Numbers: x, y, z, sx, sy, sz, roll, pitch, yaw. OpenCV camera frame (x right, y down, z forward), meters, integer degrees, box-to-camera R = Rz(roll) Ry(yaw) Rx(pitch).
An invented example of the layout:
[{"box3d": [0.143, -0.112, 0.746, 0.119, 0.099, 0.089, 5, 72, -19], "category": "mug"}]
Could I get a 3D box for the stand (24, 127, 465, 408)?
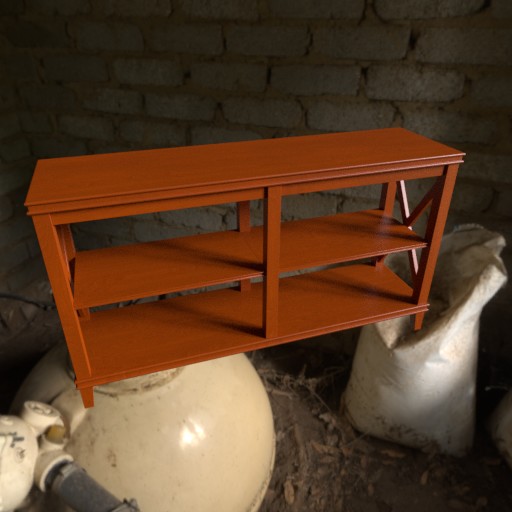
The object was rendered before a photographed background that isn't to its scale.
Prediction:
[{"box3d": [0.000, 0.000, 1.659, 1.372, 0.762, 0.381, -9, 31, -16], "category": "stand"}]
